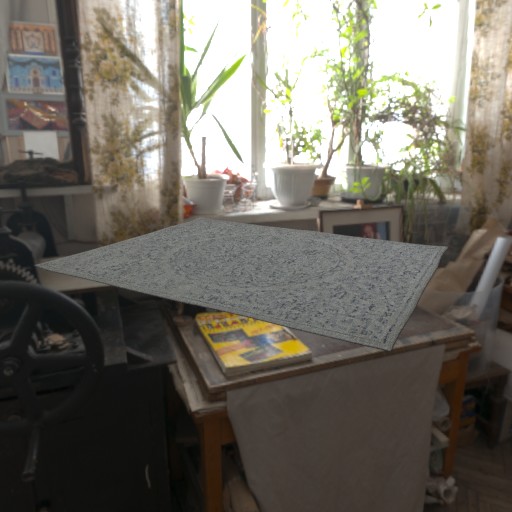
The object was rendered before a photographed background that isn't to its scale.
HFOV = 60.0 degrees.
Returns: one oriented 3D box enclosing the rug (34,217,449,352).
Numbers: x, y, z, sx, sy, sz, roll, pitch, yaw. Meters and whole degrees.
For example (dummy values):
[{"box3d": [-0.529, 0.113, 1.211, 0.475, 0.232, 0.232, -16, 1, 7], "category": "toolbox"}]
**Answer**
[{"box3d": [0.000, 0.000, 3.957, 2.925, 0.026, 2.343, 9, 18, 28], "category": "rug"}]
